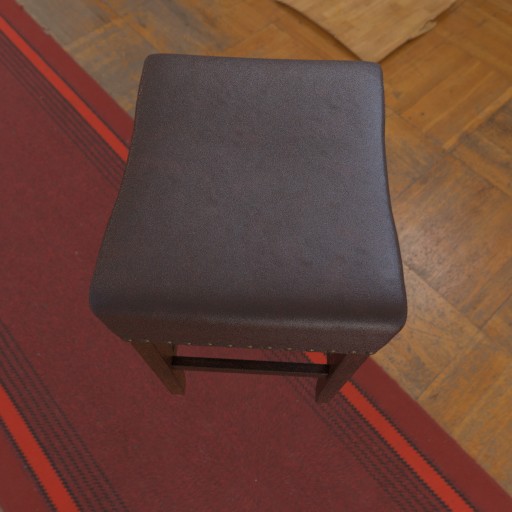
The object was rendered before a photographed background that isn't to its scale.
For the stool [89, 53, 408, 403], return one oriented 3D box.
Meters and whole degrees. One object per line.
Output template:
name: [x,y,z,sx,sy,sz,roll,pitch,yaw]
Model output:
stool: [0.000,0.000,0.897,0.397,0.608,0.465,3,63,1]
